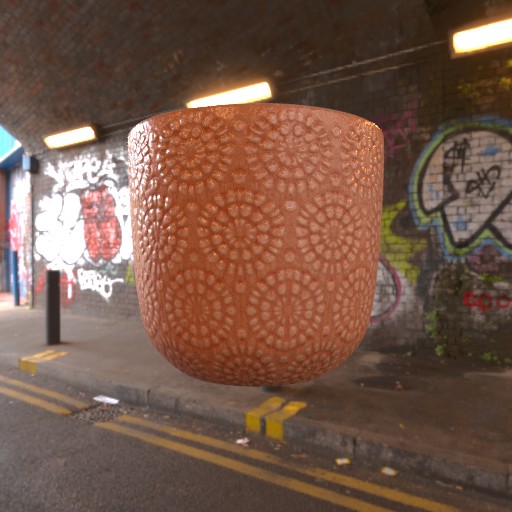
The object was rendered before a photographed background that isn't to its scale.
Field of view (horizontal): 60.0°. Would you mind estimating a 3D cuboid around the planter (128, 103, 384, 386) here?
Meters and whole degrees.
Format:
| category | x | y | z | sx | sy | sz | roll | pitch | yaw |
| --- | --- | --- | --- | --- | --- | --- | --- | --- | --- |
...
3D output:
| category | x | y | z | sx | sy | sz | roll | pitch | yaw |
| --- | --- | --- | --- | --- | --- | --- | --- | --- | --- |
| planter | 0.000 | 0.000 | 0.375 | 0.208 | 0.190 | 0.208 | 0 | 0 | 0 |
